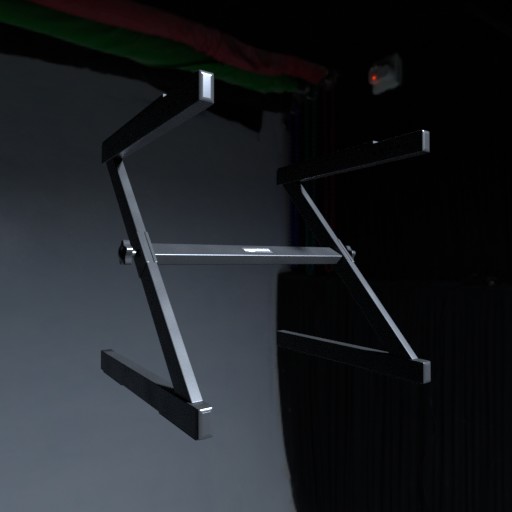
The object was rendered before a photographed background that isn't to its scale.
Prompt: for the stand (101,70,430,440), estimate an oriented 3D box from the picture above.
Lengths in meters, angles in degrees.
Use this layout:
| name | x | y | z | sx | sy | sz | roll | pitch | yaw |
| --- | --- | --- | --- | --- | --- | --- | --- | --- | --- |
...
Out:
| name | x | y | z | sx | sy | sz | roll | pitch | yaw |
| --- | --- | --- | --- | --- | --- | --- | --- | --- | --- |
| stand | 0.000 | 0.000 | 1.138 | 0.700 | 0.617 | 0.586 | 0 | -1 | -34 |
